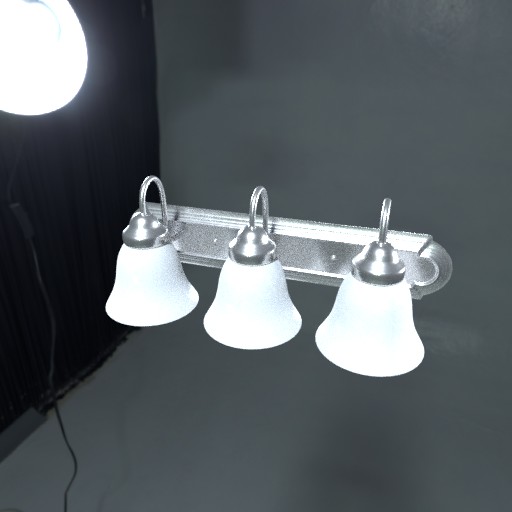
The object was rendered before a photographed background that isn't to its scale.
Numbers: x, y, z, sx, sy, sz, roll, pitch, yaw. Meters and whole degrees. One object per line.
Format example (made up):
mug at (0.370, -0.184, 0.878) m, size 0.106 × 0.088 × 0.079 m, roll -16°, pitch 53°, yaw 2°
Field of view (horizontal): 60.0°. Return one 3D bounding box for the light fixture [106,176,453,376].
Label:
light fixture at (0.000, 0.000, 0.718) m, size 0.610 × 0.222 × 0.199 m, roll 8°, pitch 26°, yaw 17°
